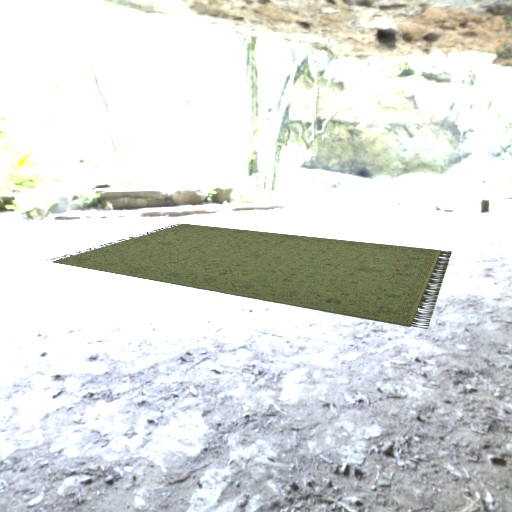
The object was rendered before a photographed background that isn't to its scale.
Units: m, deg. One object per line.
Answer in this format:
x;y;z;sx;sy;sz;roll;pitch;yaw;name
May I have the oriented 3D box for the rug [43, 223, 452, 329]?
0.000;0.000;3.099;2.435;0.010;1.544;8;17;26;rug
